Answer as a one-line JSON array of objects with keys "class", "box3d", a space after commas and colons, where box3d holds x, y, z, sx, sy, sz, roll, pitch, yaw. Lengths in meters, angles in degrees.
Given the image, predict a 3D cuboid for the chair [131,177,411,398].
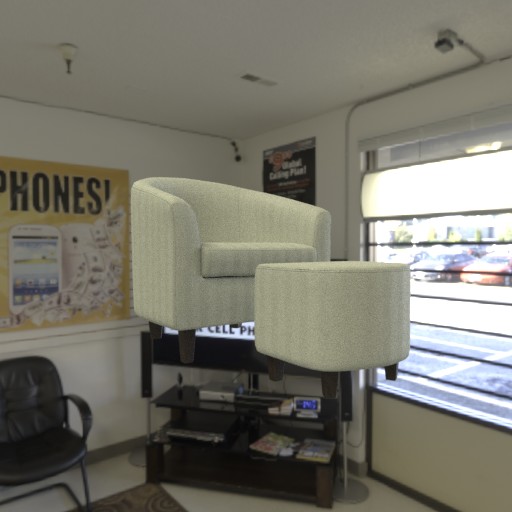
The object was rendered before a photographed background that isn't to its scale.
[{"class": "chair", "box3d": [0.000, 0.000, 1.741, 0.756, 0.757, 1.288, -1, 2, -36]}]
